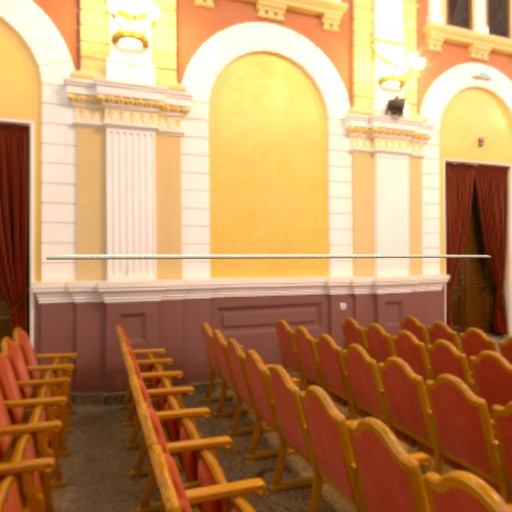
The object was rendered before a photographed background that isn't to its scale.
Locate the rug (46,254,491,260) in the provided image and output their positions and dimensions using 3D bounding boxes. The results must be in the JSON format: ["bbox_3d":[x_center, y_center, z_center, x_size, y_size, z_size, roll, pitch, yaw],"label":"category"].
[{"bbox_3d":[0.000,0.000,2.279,1.840,0.012,1.219,0,0,-20],"label":"rug"}]
